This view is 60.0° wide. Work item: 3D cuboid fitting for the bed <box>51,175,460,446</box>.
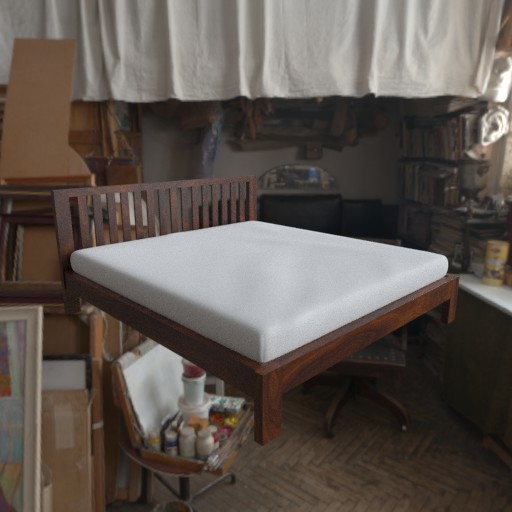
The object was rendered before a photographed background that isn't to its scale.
[{"bbox_3d":[0.000,0.000,3.054,1.905,0.890,2.030,-14,20,-42],"label":"bed"}]
